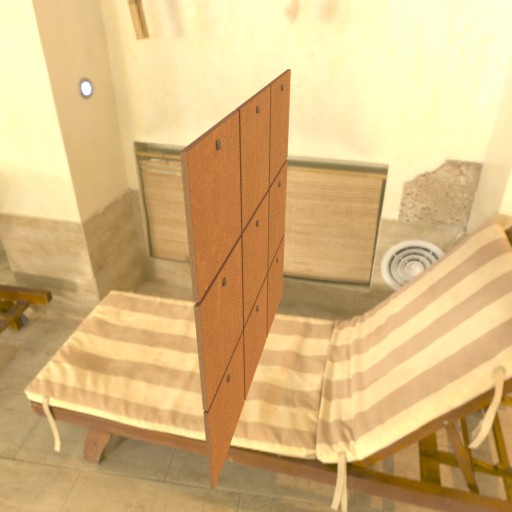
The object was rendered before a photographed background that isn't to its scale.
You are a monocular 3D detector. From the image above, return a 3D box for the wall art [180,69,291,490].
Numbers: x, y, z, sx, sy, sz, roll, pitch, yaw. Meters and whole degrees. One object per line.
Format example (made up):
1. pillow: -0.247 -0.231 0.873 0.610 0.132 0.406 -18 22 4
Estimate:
1. wall art: 0.000 0.000 1.320 0.018 0.913 0.915 7 32 12
